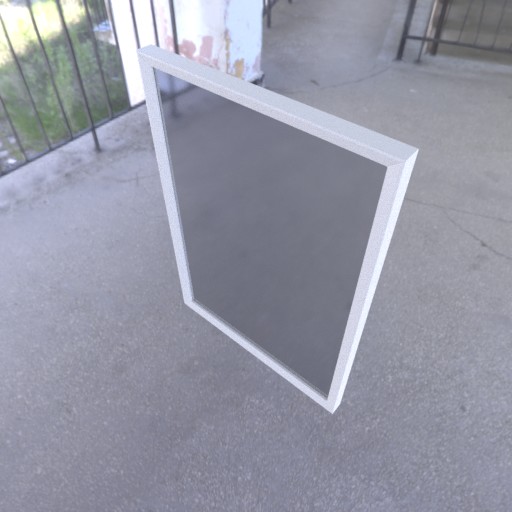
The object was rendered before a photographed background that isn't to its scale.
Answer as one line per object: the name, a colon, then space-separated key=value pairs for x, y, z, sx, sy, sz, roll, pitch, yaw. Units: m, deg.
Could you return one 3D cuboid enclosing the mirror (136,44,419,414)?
mirror: x=0.000 y=0.000 z=0.914 sx=0.507 sy=0.710 sz=0.039 roll=32 pitch=54 yaw=26
